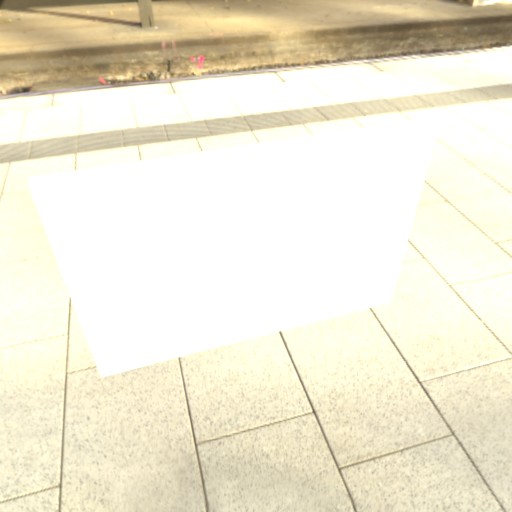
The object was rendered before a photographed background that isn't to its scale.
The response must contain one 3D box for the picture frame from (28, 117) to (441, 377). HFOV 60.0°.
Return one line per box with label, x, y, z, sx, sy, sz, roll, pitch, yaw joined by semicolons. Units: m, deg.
picture frame;0.000;0.000;1.197;0.950;0.640;0.029;-12;42;-14
